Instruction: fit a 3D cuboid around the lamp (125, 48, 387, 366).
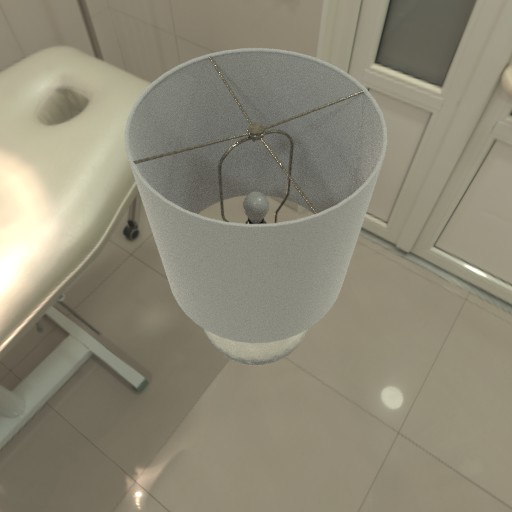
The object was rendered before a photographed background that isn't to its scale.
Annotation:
[{"bbox_3d":[0.000,0.000,0.538,0.216,0.404,0.216,31,62,18],"label":"lamp"}]
